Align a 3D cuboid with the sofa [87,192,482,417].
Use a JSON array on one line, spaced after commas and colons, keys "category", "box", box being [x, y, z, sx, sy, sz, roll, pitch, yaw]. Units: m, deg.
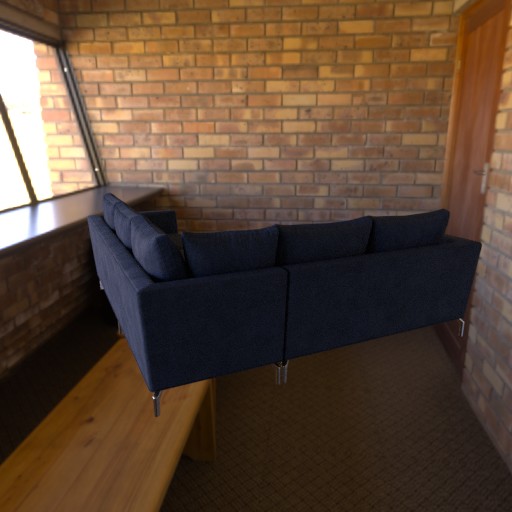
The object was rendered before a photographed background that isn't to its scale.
[{"category": "sofa", "box": [0.000, 0.000, 3.823, 2.472, 0.988, 2.463, -7, 17, -25]}]
